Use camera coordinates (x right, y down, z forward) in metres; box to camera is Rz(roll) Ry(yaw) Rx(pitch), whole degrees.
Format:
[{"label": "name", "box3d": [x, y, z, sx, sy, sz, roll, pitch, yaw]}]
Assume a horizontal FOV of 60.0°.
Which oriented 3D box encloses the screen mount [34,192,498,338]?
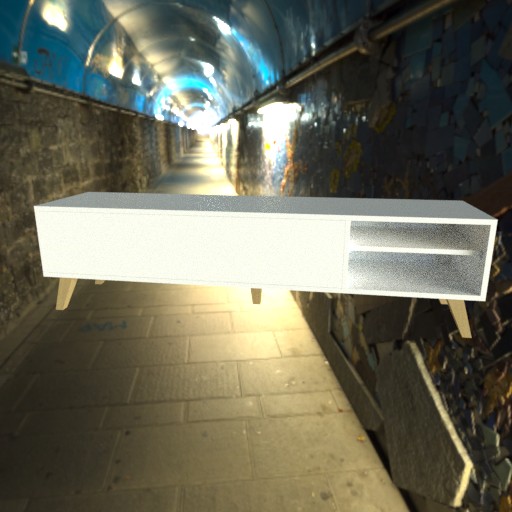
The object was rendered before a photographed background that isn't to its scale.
[{"label": "screen mount", "box3d": [0.000, 0.000, 1.805, 1.644, 0.432, 0.399, 3, 16, 9]}]
